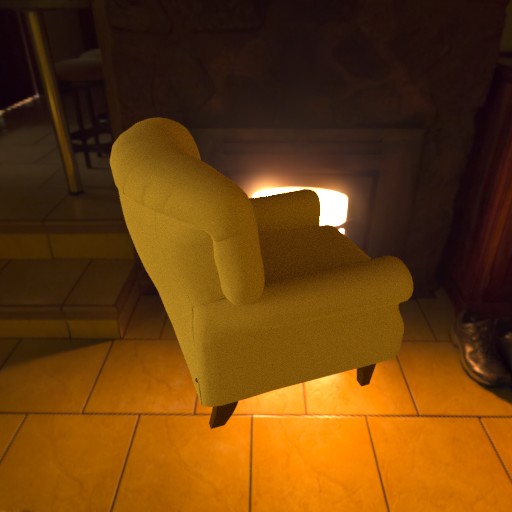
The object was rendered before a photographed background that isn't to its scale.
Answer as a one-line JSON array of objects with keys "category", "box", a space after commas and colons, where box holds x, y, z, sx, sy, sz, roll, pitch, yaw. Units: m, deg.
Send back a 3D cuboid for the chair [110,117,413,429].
[{"category": "chair", "box": [0.000, 0.000, 2.037, 1.132, 1.169, 1.035, -10, 31, -17]}]
